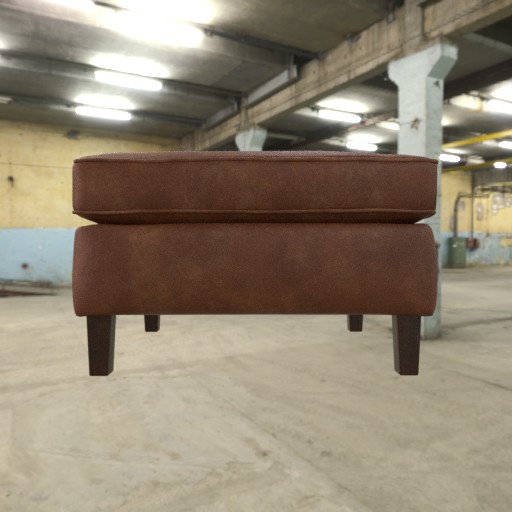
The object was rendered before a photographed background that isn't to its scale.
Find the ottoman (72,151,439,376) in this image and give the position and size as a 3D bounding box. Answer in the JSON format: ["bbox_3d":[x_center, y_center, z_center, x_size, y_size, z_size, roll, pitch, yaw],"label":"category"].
[{"bbox_3d":[0.000,0.000,1.001,0.665,0.418,0.501,0,1,0],"label":"ottoman"}]
